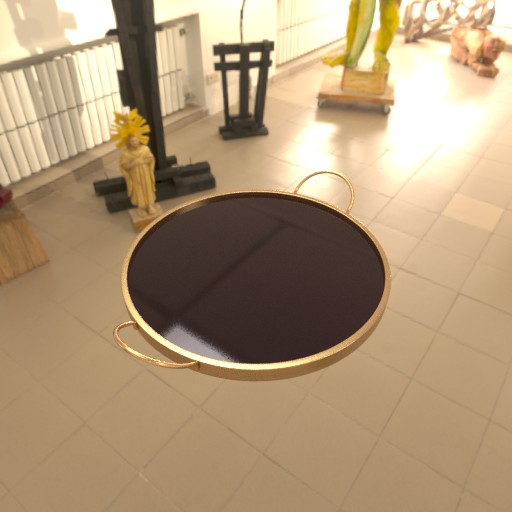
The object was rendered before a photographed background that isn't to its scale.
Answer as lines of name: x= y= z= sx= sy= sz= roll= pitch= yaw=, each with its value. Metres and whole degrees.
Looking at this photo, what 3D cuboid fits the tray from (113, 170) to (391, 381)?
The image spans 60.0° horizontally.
tray: x=0.000 y=0.000 z=0.732 sx=0.438 sy=0.069 sz=0.543 roll=25 pitch=46 yaw=27
